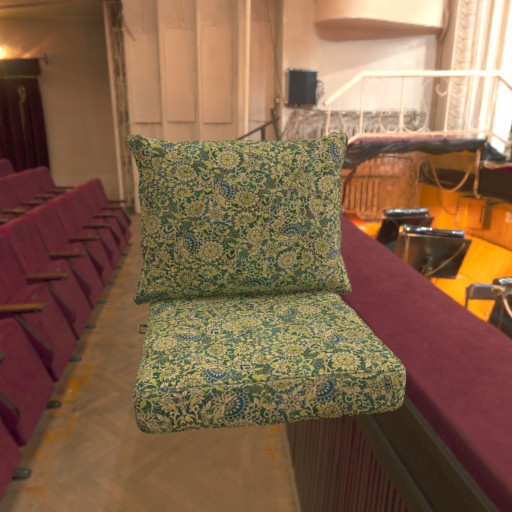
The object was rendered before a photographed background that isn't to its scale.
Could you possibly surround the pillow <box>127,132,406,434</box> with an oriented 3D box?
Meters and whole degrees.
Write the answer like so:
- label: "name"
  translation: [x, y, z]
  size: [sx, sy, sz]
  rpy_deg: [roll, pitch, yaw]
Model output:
- label: "pillow"
  translation: [0.000, 0.000, 1.351]
  size: [0.798, 0.722, 0.740]
  rpy_deg: [-2, 16, -8]
